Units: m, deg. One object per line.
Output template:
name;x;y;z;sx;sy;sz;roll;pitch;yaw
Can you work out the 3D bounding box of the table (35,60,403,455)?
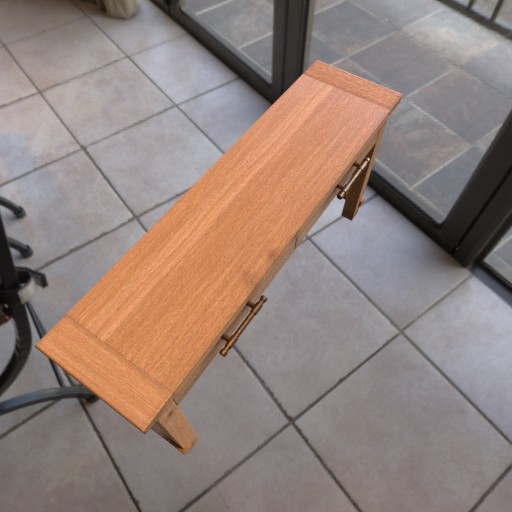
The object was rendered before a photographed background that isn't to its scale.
table;0.000;0.000;1.865;0.442;0.762;1.599;30;63;17
